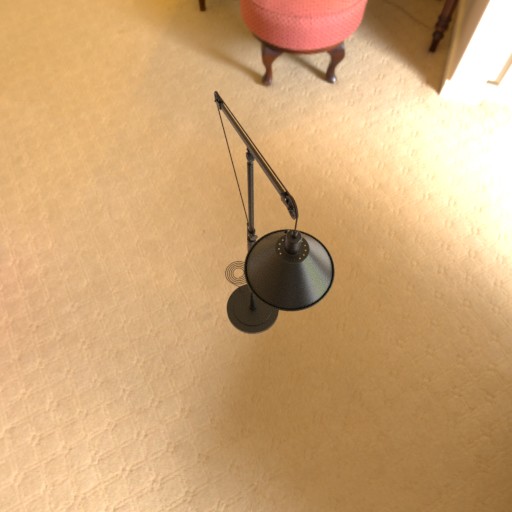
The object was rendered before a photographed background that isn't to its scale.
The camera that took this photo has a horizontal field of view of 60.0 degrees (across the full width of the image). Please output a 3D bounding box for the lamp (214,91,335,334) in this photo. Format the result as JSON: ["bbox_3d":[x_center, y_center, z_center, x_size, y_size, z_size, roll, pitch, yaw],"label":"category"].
[{"bbox_3d":[0.000,0.000,1.971,0.319,1.626,0.904,-18,64,-9],"label":"lamp"}]
